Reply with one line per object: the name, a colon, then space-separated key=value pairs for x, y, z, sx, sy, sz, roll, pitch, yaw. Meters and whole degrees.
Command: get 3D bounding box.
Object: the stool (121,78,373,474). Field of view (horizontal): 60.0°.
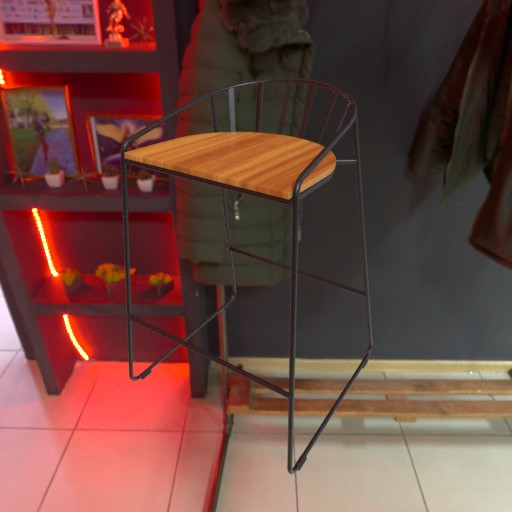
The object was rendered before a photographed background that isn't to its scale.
stool: x=0.000 y=0.000 z=1.155 sx=0.546 sy=0.812 sz=0.521 roll=19 pitch=35 yaw=28
